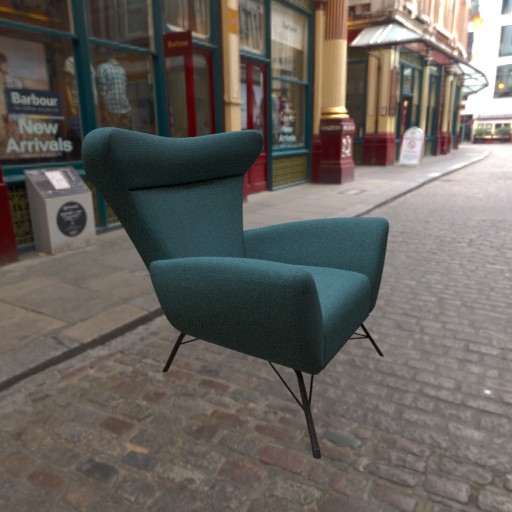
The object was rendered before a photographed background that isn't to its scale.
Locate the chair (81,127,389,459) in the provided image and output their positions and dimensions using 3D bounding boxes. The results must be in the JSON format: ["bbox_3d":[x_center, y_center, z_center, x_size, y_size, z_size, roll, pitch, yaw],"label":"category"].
[{"bbox_3d":[0.000,0.000,1.766,0.900,0.980,1.050,9,17,29],"label":"chair"}]
